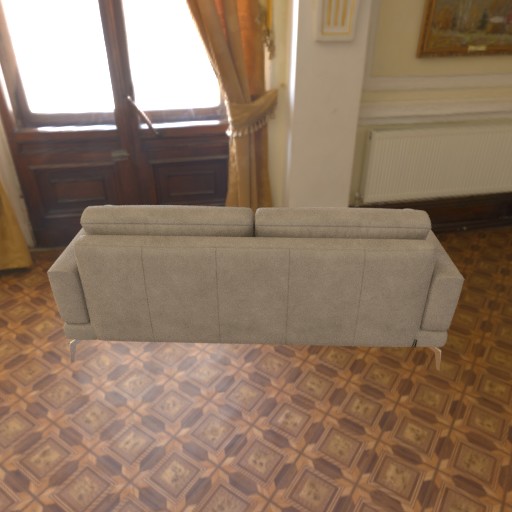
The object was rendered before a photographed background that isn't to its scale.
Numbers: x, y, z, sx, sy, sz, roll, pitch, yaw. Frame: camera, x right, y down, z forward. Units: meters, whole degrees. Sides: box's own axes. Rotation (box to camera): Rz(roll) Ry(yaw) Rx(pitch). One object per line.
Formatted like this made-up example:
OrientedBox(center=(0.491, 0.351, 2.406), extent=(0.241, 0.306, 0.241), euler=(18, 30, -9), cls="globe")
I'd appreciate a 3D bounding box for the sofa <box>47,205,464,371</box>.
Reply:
OrientedBox(center=(0.000, 0.000, 2.569), extent=(2.013, 0.830, 0.980), euler=(1, 31, 2), cls="sofa")
